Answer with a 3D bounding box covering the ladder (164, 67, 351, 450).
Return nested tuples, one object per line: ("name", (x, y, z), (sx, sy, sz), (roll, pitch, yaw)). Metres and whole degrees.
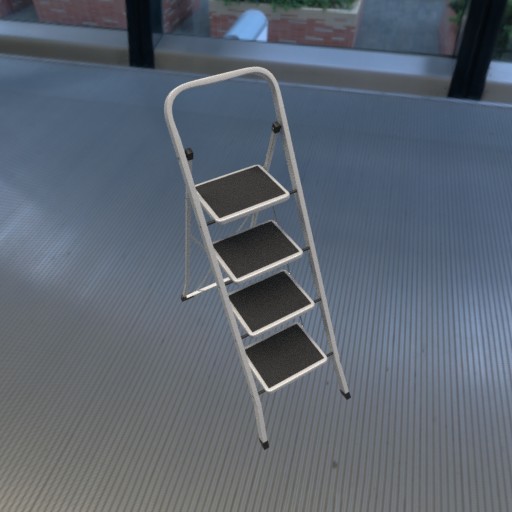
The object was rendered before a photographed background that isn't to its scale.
("ladder", (0.000, 0.000, 1.744), (0.460, 1.265, 0.914), (-23, 50, -21))
